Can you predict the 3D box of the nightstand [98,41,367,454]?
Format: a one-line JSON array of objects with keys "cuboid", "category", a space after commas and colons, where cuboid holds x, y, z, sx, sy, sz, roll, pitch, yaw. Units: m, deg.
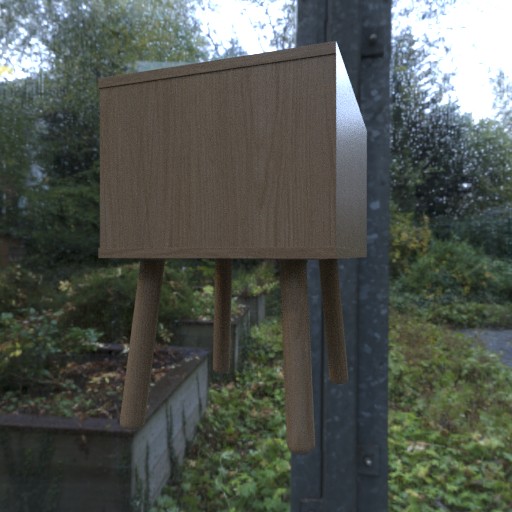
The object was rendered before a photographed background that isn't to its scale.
[{"cuboid": [0.000, 0.000, 0.863, 0.380, 0.571, 0.450, 0, 0, 19], "category": "nightstand"}]
